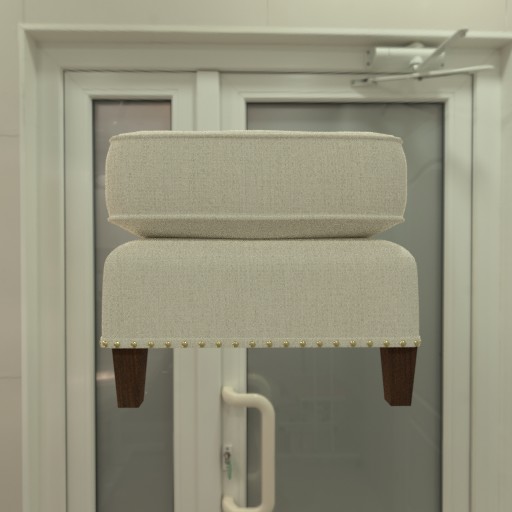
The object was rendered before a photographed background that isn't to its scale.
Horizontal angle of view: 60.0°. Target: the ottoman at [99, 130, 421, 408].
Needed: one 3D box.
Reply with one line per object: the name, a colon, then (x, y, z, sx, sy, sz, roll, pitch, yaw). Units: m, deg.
ottoman: (0.000, 0.000, 1.142, 0.589, 0.537, 0.738, 0, 1, -1)
